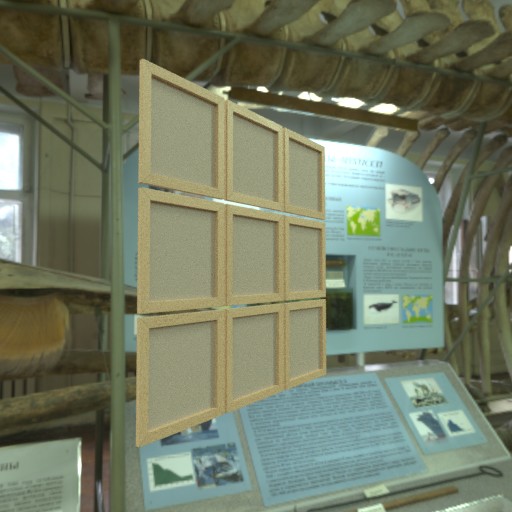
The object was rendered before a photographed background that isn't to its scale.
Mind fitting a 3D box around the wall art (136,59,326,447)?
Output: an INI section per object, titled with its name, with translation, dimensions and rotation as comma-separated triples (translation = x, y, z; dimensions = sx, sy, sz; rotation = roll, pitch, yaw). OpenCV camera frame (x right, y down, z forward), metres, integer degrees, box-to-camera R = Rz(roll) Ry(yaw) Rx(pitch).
[wall art]
translation = 0.000, 0.000, 1.866
dimensions = 0.016, 1.207, 1.217
rotation = -2, -3, 37
